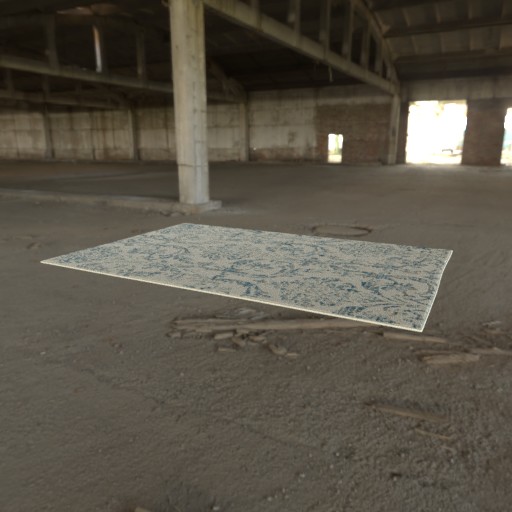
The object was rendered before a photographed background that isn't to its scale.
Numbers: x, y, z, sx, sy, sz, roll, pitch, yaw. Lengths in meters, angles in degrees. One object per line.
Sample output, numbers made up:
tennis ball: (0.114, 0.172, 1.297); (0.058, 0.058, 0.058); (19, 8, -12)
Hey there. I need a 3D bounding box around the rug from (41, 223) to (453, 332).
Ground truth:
rug: (0.000, 0.000, 2.350); (1.831, 0.012, 1.213); (7, 16, 27)
